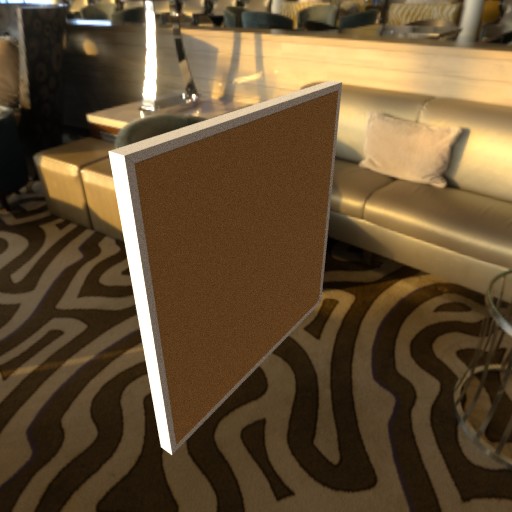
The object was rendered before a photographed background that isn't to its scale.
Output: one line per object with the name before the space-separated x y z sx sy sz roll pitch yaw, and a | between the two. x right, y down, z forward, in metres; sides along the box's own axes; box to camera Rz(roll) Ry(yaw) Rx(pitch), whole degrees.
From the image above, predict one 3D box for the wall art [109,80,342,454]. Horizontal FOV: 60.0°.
wall art | 0.000 0.000 1.169 0.038 0.762 0.762 21 37 30
